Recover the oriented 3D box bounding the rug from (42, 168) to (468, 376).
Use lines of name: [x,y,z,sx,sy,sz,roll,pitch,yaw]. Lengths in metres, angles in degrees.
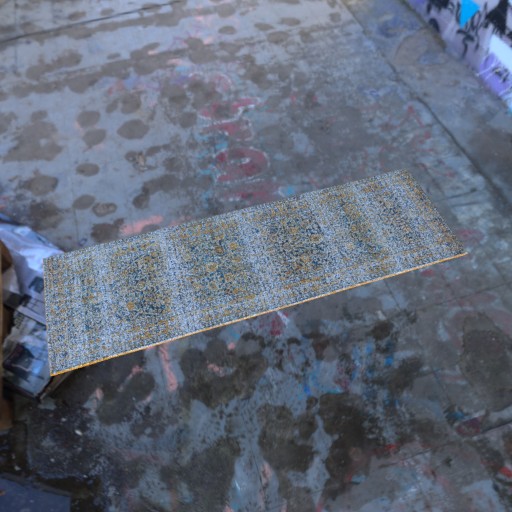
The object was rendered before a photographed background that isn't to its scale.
rug: [0.000,0.000,2.493,2.294,0.014,0.704,-15,58,-10]
